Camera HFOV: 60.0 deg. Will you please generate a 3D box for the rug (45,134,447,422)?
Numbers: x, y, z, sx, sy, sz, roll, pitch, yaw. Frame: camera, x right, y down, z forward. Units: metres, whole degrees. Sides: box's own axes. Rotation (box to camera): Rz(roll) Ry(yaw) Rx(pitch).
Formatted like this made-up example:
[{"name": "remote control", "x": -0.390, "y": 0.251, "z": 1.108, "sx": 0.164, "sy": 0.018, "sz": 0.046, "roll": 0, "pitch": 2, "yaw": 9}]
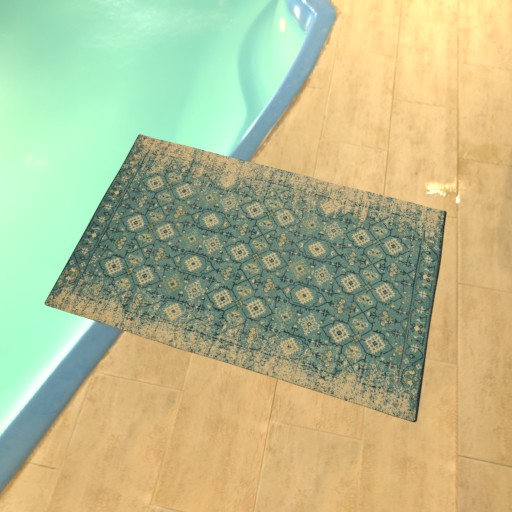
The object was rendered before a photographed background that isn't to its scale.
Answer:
[{"name": "rug", "x": 0.000, "y": 0.000, "z": 3.065, "sx": 2.449, "sy": 0.015, "sz": 1.530, "roll": 16, "pitch": 65, "yaw": 8}]
